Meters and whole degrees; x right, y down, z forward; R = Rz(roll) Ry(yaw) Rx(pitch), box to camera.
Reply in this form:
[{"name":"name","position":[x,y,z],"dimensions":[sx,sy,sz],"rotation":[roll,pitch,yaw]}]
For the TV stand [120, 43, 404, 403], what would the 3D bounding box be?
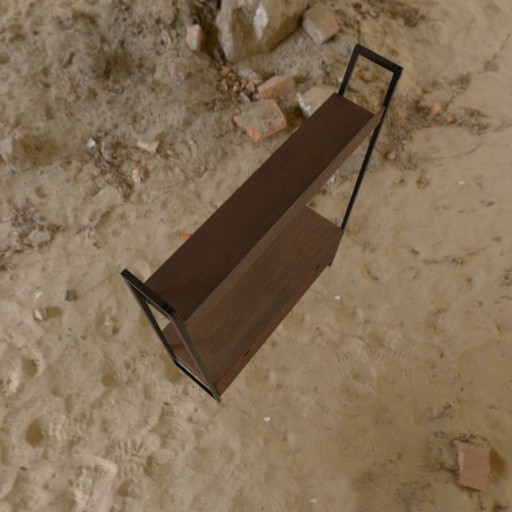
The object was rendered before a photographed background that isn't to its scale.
[{"name":"TV stand","position":[0.000,0.000,2.296],"dimensions":[0.432,1.772,1.250],"rotation":[36,69,16]}]
